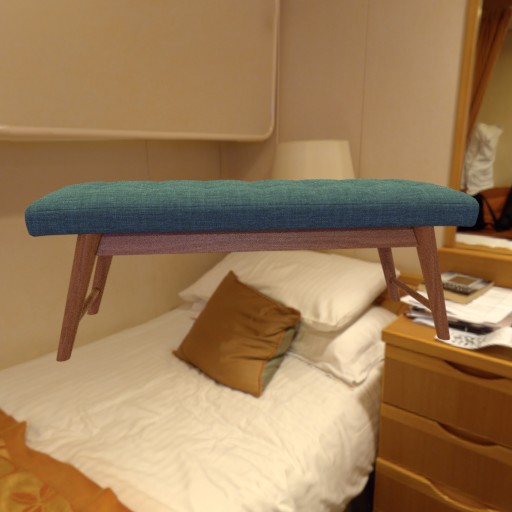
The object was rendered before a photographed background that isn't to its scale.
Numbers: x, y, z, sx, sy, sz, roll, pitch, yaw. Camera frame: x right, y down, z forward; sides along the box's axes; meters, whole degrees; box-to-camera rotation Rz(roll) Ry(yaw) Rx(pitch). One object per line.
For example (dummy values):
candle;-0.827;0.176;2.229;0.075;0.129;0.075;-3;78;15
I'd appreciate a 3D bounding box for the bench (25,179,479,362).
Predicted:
bench;0.000;0.000;1.305;1.118;0.432;0.406;-2;14;-7
